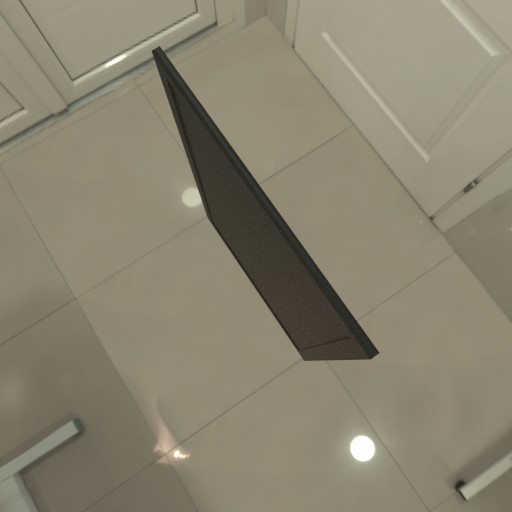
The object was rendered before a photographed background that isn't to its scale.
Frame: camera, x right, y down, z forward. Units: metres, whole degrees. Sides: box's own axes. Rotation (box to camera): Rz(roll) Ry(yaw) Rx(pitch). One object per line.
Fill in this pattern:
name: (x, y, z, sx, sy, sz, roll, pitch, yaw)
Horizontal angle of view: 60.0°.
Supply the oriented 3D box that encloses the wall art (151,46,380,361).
wall art: (0.000, 0.000, 0.831, 0.012, 0.661, 0.451, -33, 79, -7)
